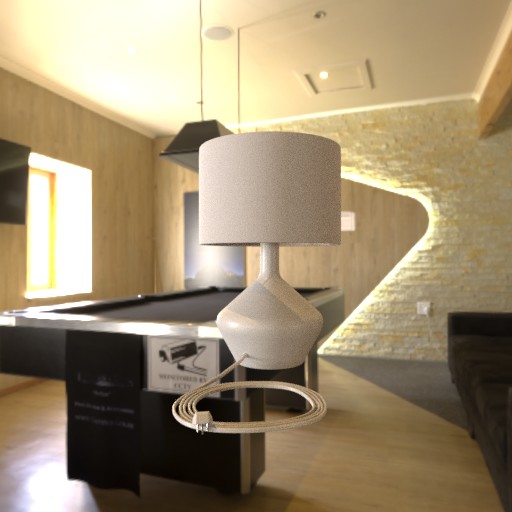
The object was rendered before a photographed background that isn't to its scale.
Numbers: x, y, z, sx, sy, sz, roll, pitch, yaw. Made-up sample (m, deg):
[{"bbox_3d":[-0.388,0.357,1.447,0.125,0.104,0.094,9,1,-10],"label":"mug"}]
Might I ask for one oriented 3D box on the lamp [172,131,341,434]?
[{"bbox_3d":[0.000,0.000,0.836,0.401,0.457,0.546,0,0,35],"label":"lamp"}]
